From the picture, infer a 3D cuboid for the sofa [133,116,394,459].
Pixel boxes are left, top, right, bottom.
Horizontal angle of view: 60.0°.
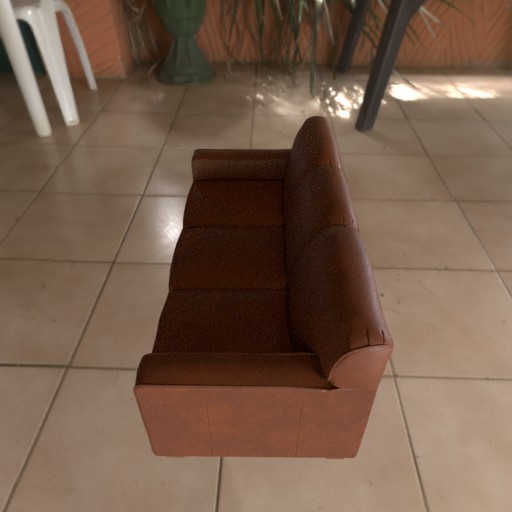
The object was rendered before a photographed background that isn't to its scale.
[{"bbox_3d":[0.000,0.000,2.571,1.008,0.953,2.039,0,40,0],"label":"sofa"}]
